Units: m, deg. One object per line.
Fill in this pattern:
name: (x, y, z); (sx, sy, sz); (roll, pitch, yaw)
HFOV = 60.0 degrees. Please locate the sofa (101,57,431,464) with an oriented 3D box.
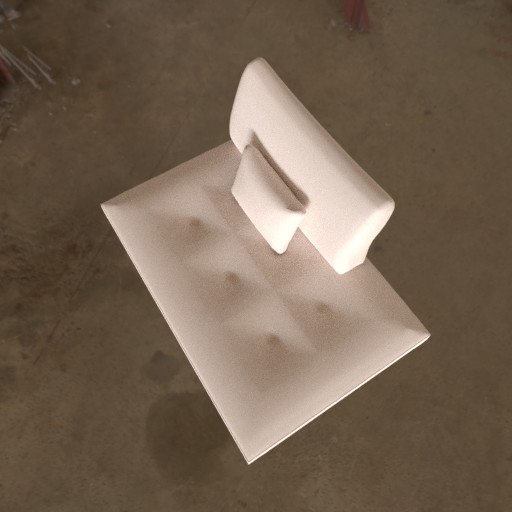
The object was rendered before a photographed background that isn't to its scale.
sofa: (0.000, 0.000, 2.070); (1.000, 0.820, 1.450); (-30, 68, -14)
